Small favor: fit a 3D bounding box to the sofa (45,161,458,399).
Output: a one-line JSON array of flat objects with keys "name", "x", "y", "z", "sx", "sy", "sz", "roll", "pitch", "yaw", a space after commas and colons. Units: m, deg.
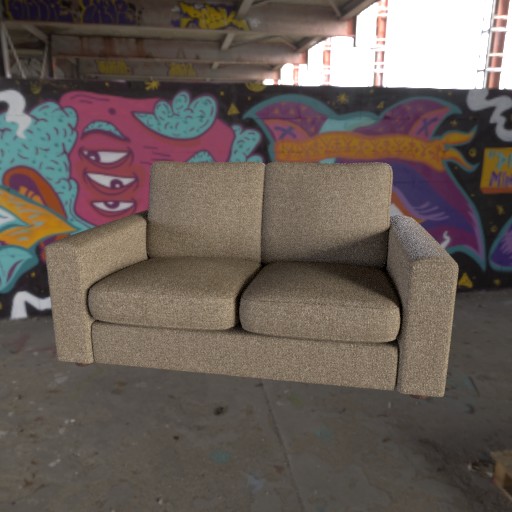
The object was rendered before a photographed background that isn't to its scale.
[{"name": "sofa", "x": 0.000, "y": 0.000, "z": 2.150, "sx": 1.616, "sy": 0.873, "sz": 1.016, "roll": 3, "pitch": 14, "yaw": 10}]
